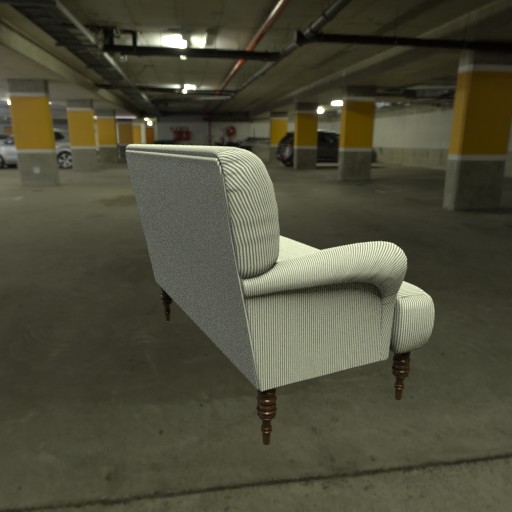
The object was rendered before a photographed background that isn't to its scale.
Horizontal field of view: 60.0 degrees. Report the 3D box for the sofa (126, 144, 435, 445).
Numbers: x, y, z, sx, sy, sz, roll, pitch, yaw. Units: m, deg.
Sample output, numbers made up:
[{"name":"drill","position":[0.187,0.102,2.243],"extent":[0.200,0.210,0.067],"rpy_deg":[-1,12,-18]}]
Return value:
[{"name":"sofa","position":[0.000,0.000,1.821],"extent":[0.779,0.889,1.297],"rpy_deg":[-7,16,-26]}]
